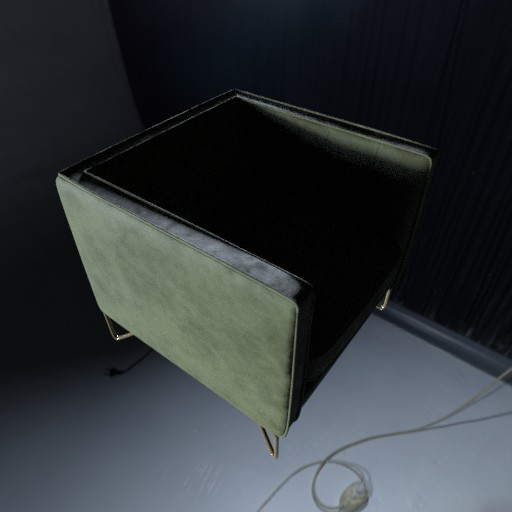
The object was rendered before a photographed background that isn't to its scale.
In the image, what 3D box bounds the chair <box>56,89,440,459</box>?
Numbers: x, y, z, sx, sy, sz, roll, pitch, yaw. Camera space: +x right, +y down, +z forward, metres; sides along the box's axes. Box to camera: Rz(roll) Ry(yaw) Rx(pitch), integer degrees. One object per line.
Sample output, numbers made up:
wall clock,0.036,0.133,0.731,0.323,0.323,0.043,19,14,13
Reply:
chair,0.000,0.000,1.623,0.894,0.790,0.880,26,48,27
